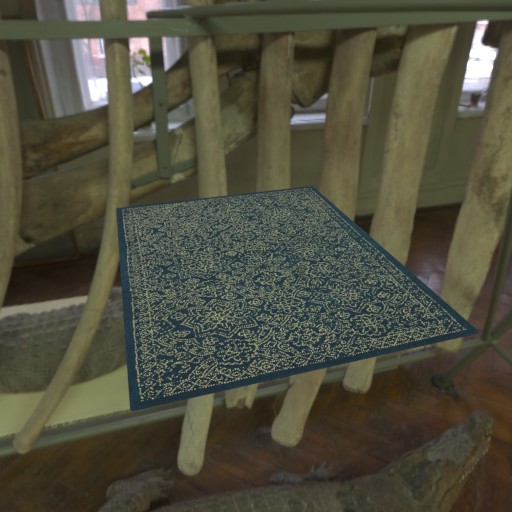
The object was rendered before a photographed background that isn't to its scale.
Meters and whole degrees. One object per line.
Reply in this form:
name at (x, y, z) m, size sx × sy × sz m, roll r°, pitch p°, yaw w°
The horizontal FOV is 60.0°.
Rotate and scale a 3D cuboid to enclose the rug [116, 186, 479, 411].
rug at (0.000, 0.000, 4.133) m, size 2.438 × 0.010 × 3.048 m, roll -9°, pitch 31°, yaw -15°
